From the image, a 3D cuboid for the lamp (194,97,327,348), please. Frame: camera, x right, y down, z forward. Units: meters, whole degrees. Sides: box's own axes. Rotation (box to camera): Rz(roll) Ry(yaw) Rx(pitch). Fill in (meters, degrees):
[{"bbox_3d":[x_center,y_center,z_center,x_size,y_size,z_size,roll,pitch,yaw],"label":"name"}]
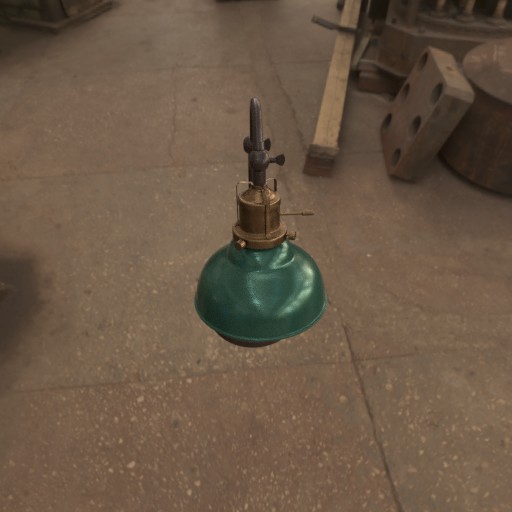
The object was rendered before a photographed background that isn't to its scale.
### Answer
[{"bbox_3d":[0.000,0.000,0.695,0.192,0.508,0.374,-3,46,-3],"label":"lamp"}]
